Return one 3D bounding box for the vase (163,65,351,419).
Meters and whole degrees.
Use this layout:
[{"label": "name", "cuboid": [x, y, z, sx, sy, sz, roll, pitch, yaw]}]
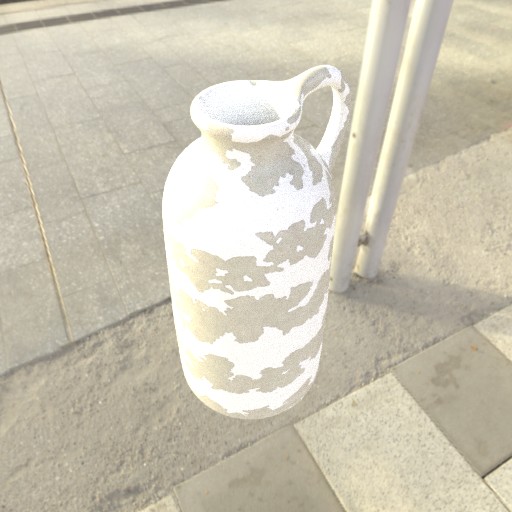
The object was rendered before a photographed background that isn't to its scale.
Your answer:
[{"label": "vase", "cuboid": [0.000, 0.000, 0.482, 0.203, 0.382, 0.186, -22, 48, -21]}]
